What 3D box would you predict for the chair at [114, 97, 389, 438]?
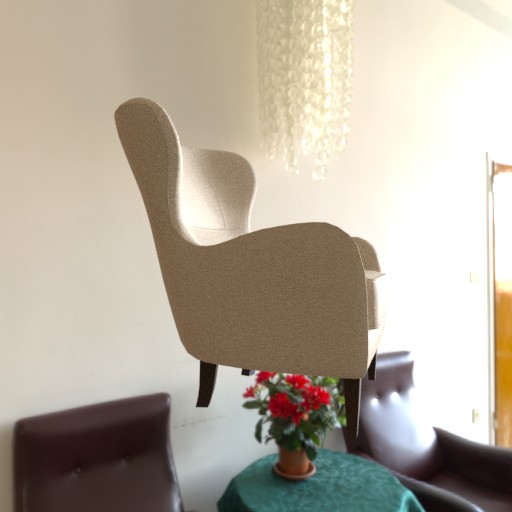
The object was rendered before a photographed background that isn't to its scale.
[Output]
[{"bbox_3d":[0.000,0.000,1.754,0.984,1.064,0.861,0,-1,19],"label":"chair"}]
